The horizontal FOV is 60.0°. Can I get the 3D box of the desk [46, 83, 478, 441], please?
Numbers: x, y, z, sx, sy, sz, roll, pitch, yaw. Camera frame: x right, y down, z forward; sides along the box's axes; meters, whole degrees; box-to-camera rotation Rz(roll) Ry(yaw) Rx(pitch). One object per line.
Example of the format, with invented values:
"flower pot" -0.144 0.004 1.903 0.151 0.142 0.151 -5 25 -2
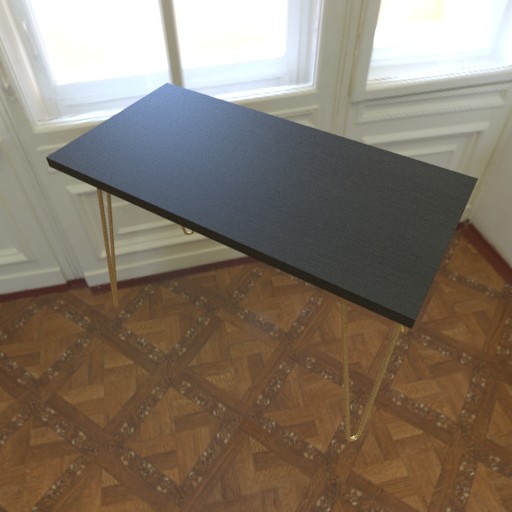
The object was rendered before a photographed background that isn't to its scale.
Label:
"desk" 0.000 0.000 1.374 0.991 0.660 0.499 24 51 21
